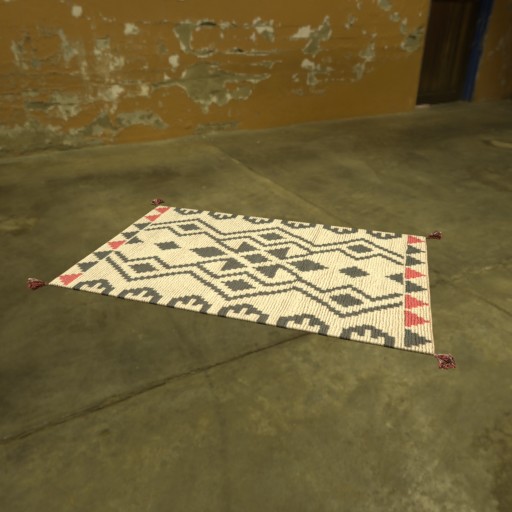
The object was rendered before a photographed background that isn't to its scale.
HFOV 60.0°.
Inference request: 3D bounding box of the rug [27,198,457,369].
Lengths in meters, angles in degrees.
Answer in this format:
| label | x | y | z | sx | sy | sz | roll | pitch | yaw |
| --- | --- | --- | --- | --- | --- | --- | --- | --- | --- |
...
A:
| label | x | y | z | sx | sy | sz | roll | pitch | yaw |
| --- | --- | --- | --- | --- | --- | --- | --- | --- | --- |
| rug | 0.000 | 0.000 | 3.281 | 2.672 | 0.066 | 1.741 | 8 | 28 | 15 |
